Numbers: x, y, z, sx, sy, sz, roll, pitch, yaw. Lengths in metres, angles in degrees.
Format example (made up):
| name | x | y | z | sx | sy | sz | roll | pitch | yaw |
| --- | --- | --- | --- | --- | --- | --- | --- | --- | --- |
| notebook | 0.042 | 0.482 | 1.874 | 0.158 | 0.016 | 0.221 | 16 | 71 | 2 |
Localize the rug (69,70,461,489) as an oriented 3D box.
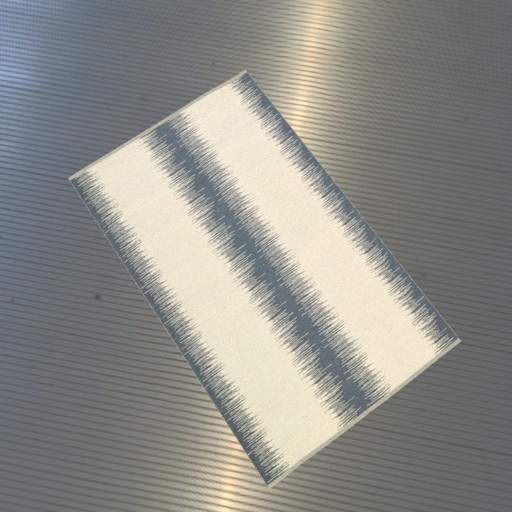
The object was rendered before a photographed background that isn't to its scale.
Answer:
| name | x | y | z | sx | sy | sz | roll | pitch | yaw |
| --- | --- | --- | --- | --- | --- | --- | --- | --- | --- |
| rug | 0.000 | 0.000 | 2.987 | 1.519 | 0.003 | 2.453 | -34 | 79 | -8 |
